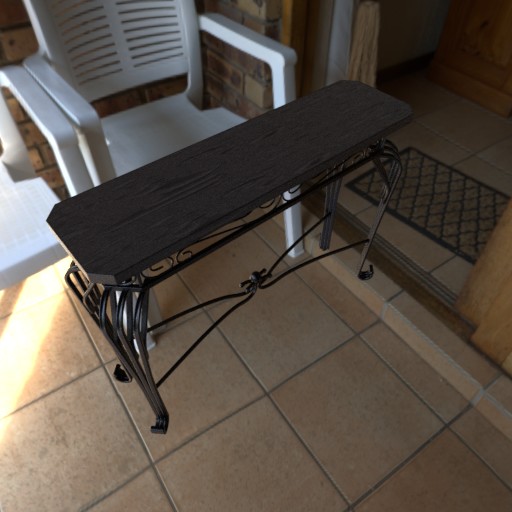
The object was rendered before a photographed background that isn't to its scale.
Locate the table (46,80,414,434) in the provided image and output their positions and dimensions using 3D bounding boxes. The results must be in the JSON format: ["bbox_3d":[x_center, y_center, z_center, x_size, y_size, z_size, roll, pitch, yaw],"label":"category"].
[{"bbox_3d":[0.000,0.000,1.478,1.112,0.800,0.329,-32,54,-26],"label":"table"}]
